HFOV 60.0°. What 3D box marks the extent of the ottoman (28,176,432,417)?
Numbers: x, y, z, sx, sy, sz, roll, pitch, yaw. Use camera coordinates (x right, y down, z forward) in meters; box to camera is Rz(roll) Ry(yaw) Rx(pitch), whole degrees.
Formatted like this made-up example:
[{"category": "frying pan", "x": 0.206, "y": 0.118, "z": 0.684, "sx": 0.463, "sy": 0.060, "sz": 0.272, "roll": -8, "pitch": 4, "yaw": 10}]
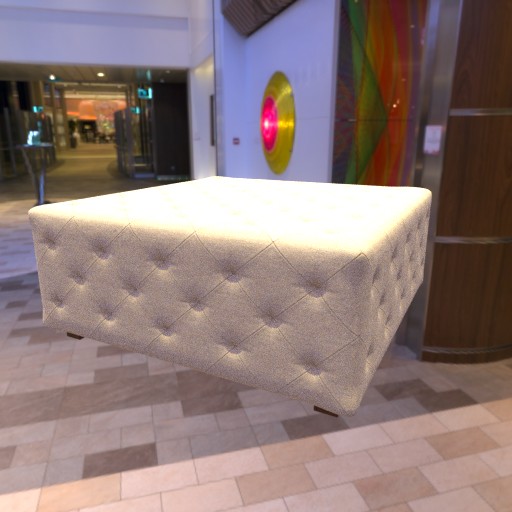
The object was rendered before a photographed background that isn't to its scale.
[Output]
[{"category": "ottoman", "x": 0.000, "y": 0.000, "z": 1.580, "sx": 1.028, "sy": 0.439, "sz": 1.028, "roll": 8, "pitch": 18, "yaw": 27}]
